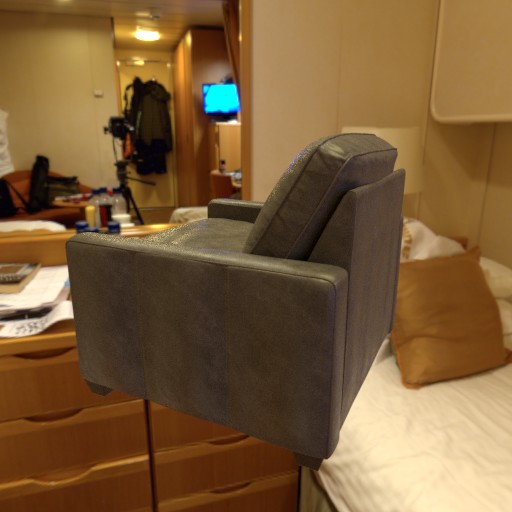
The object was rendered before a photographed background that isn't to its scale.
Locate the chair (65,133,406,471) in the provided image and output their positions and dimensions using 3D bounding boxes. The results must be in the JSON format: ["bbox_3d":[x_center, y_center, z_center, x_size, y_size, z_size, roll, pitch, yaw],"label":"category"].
[{"bbox_3d":[0.000,0.000,1.705,0.939,0.916,1.006,8,18,26],"label":"chair"}]
